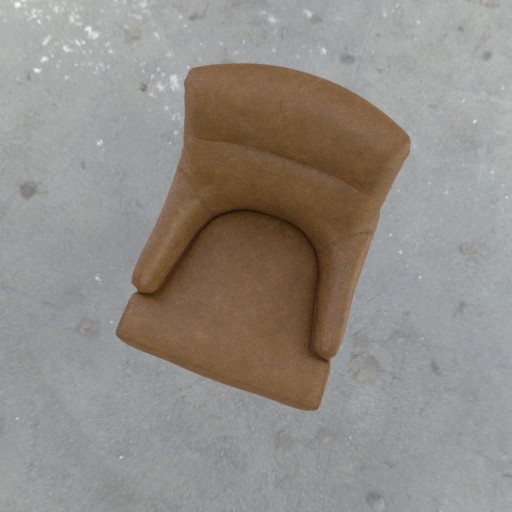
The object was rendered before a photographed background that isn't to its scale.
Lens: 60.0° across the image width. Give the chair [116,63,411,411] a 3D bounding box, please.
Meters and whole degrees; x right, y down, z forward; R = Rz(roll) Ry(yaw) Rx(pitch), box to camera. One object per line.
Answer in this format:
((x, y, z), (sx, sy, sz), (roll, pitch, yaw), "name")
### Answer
((0.000, 0.000, 1.516), (0.729, 0.869, 0.874), (19, 77, 5), "chair")
